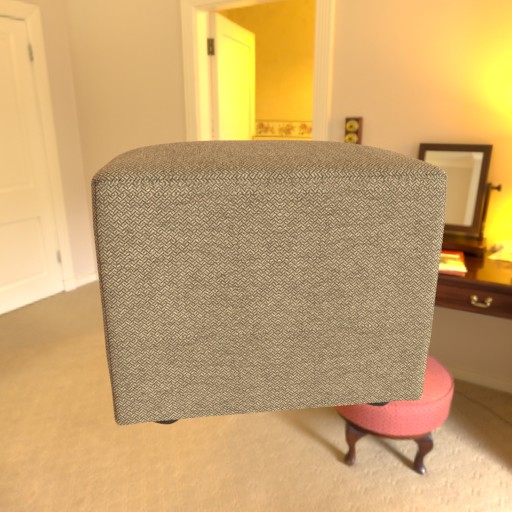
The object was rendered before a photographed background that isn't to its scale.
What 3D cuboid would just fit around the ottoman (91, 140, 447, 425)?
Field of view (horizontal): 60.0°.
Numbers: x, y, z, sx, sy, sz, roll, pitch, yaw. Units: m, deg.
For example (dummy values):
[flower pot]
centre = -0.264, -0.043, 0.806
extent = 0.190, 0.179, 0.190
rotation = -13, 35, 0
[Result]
[ottoman]
centre = 0.000, 0.000, 0.900
extent = 0.519, 0.453, 0.512
rotation = -2, 18, -7
